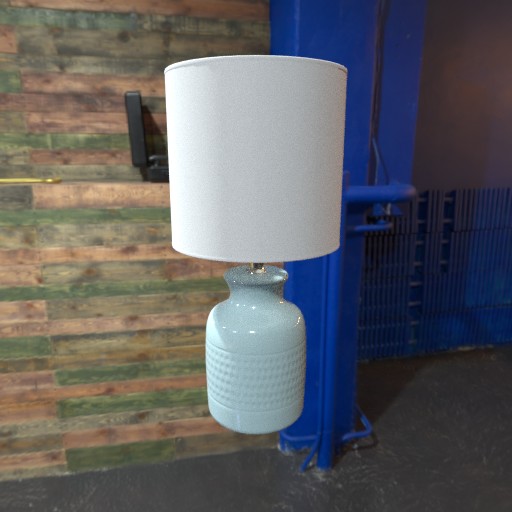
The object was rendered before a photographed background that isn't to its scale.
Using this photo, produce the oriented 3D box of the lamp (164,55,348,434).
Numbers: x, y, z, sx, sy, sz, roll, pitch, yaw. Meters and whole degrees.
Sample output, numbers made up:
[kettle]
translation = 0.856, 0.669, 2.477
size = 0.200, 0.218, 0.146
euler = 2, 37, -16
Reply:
[lamp]
translation = 0.000, 0.000, 1.132
size = 0.418, 0.871, 0.418
euler = -2, 14, -9
